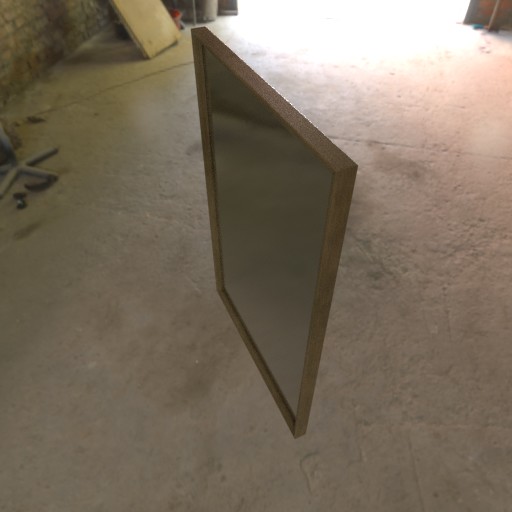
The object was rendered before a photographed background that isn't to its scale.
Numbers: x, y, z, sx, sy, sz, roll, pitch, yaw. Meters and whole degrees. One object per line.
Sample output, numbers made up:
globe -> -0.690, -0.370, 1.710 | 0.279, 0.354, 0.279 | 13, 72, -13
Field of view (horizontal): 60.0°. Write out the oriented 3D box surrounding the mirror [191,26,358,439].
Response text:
mirror -> 0.000, 0.000, 1.136 | 0.041, 0.915, 0.609 | -18, 48, -17
